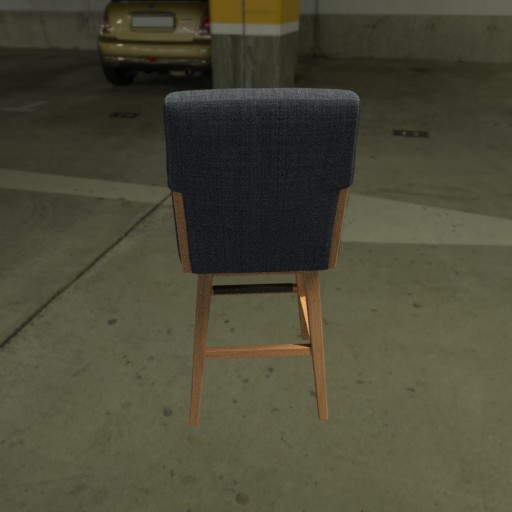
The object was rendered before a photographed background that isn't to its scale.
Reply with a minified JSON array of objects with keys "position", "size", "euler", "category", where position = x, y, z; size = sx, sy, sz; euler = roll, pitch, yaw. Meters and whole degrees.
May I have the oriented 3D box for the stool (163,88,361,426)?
[{"position":[0.000,0.000,1.432],"size":[0.483,1.112,0.570],"euler":[-2,30,-3],"category":"stool"}]
